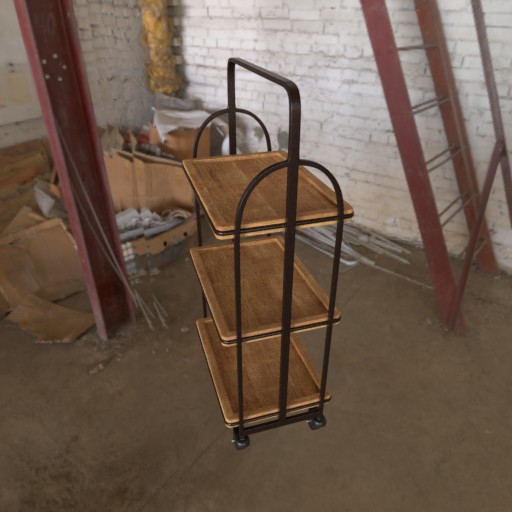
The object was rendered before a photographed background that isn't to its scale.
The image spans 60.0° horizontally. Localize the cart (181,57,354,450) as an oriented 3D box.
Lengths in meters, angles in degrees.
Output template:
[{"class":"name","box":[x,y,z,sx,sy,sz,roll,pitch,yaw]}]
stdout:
[{"class":"cart","box":[0.000,0.000,1.263,0.327,1.001,0.553,-9,32,-15]}]
